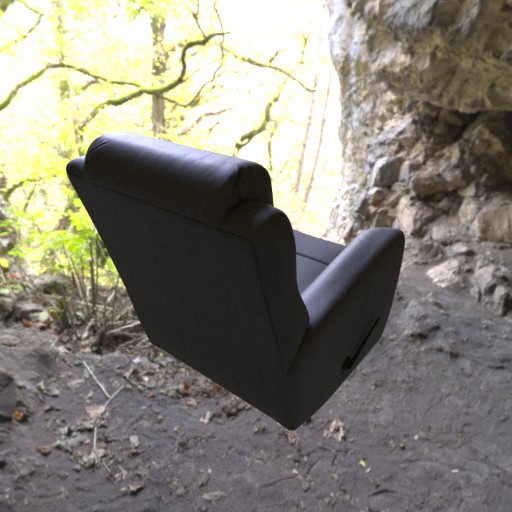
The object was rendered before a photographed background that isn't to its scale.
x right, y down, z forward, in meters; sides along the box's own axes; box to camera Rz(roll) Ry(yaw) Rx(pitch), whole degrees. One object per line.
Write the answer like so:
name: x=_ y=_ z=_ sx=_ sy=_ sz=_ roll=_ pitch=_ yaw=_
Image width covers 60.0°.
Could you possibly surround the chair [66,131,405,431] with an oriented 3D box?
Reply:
chair: x=0.000 y=0.000 z=1.867 sx=0.967 sy=1.116 sz=1.068 roll=21 pitch=36 yaw=33
